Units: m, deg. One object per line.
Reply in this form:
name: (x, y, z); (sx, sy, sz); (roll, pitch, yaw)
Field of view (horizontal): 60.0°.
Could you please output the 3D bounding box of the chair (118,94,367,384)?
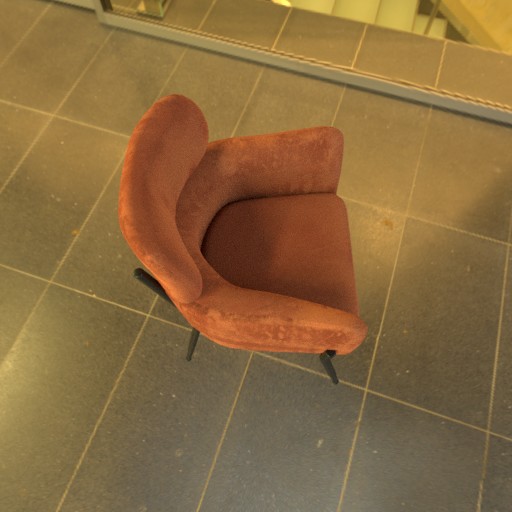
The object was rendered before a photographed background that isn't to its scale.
chair: (0.000, 0.000, 1.164); (0.523, 0.772, 0.561); (-1, 65, 0)
